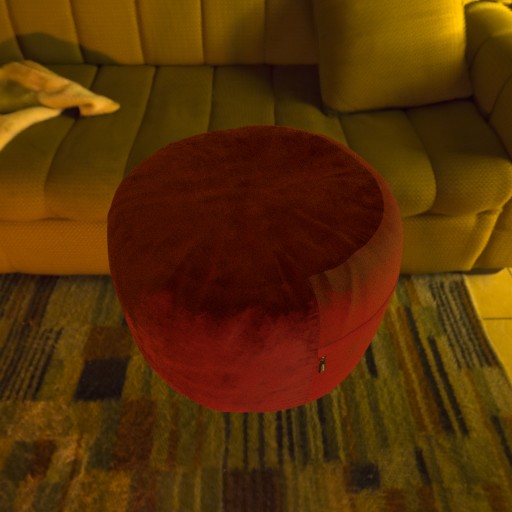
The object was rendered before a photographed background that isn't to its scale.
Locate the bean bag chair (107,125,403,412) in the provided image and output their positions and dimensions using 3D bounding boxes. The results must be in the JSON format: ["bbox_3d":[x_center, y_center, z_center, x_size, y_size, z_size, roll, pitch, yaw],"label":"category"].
[{"bbox_3d":[0.000,0.000,1.968,1.219,0.762,1.219,0,45,0],"label":"bean bag chair"}]
